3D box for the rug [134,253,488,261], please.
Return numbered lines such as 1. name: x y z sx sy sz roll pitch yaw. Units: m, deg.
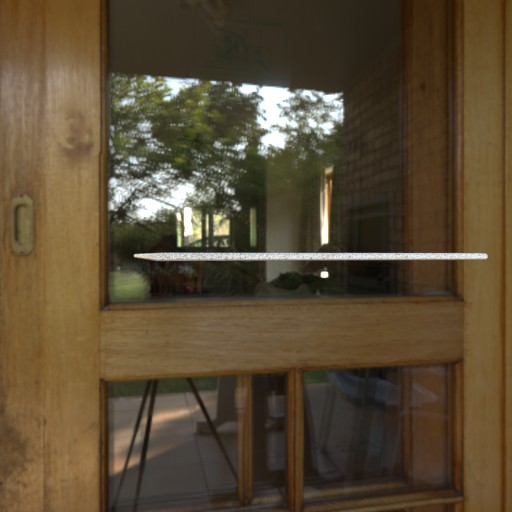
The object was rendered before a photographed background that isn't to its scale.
1. rug: 0.000 0.000 3.000 1.524 0.030 2.438 0 0 -17
